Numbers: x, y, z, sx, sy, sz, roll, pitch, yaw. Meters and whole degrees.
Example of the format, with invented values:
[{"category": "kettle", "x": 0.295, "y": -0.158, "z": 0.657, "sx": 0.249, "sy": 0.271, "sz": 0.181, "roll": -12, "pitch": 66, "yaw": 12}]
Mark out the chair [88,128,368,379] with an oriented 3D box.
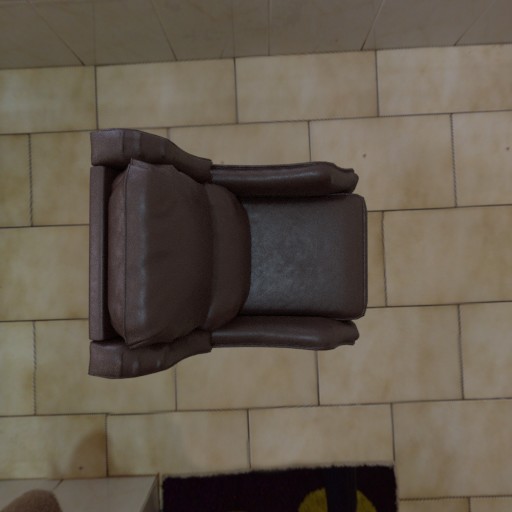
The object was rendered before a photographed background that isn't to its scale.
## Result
[{"category": "chair", "x": 0.000, "y": 0.000, "z": 1.796, "sx": 0.982, "sy": 1.132, "sz": 0.770, "roll": 0, "pitch": 89, "yaw": 1}]
